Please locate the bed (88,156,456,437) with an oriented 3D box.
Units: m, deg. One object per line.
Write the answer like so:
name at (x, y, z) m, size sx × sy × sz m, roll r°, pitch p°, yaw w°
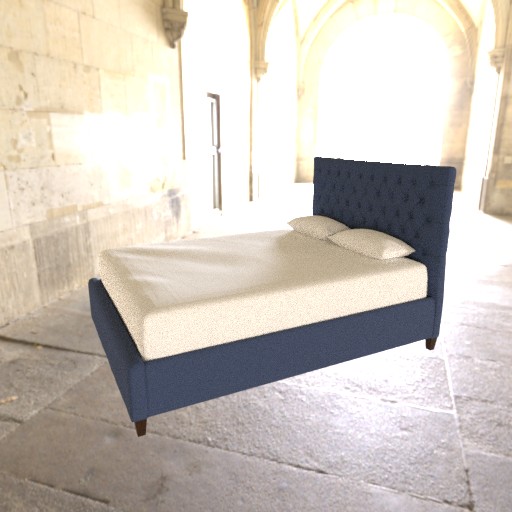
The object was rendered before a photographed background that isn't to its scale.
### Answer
bed at (0.000, 0.000, 3.516) m, size 2.387 × 1.427 × 1.706 m, roll -8°, pitch 17°, yaw -26°
